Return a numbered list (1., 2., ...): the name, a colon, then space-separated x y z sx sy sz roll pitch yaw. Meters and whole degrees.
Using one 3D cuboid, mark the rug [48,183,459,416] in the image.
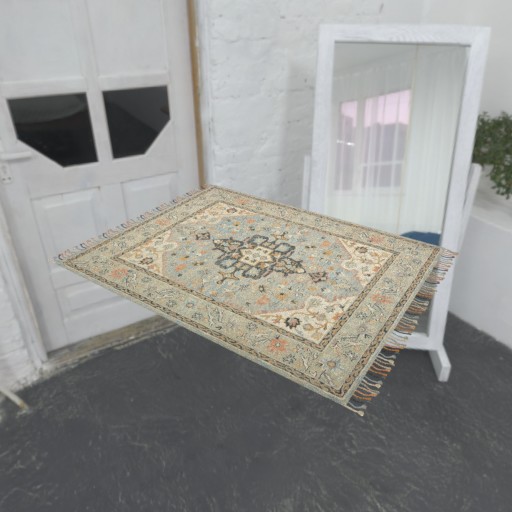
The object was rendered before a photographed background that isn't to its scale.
1. rug: 0.000 0.000 4.290 3.221 0.011 2.379 19 36 29
